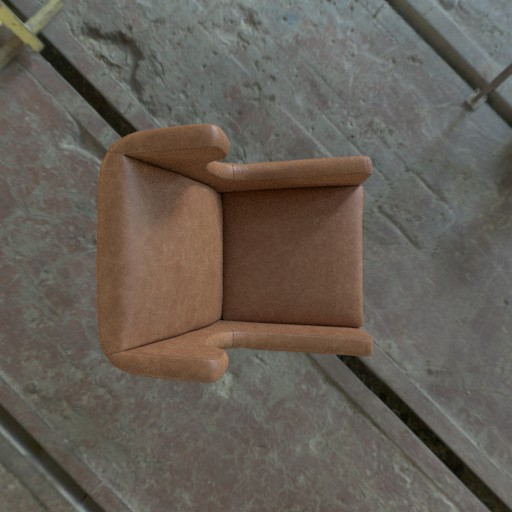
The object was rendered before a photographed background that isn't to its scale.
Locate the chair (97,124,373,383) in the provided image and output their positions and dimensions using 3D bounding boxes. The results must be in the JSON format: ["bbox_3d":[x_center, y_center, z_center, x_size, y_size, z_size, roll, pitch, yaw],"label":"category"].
[{"bbox_3d":[0.000,0.000,1.696,0.899,1.079,0.766,0,89,0],"label":"chair"}]
